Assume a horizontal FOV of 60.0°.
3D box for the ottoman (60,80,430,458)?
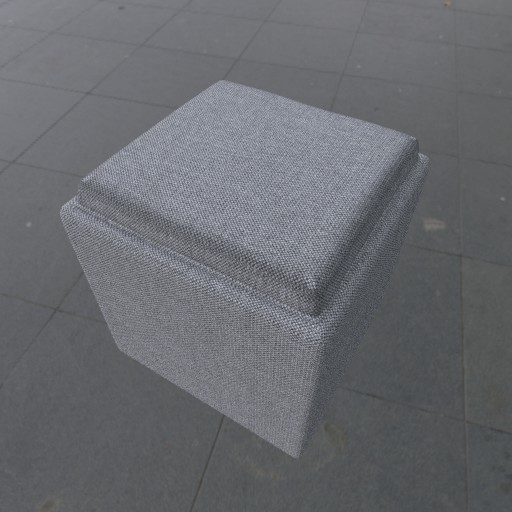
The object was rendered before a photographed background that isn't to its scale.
[{"bbox_3d":[0.000,0.000,0.848,0.454,0.487,0.436,24,52,20],"label":"ottoman"}]
